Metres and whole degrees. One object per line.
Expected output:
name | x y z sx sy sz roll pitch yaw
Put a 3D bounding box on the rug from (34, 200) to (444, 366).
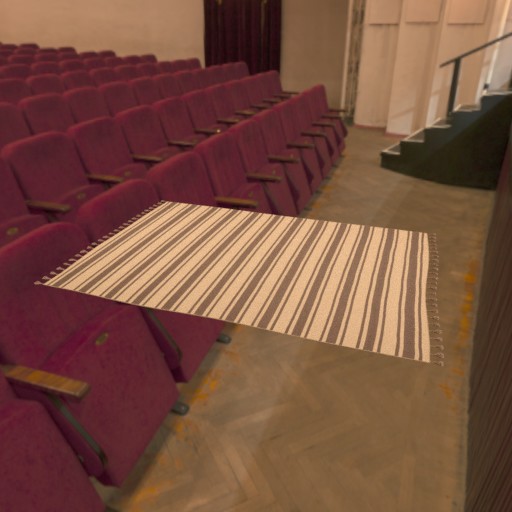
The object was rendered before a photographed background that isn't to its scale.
rug | 0.000 0.000 3.890 3.040 0.017 2.030 9 28 17
